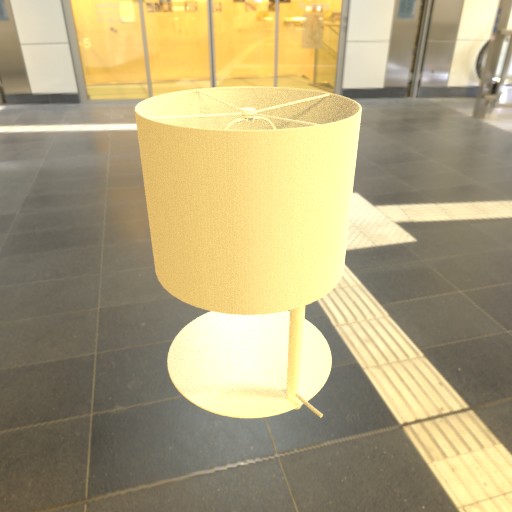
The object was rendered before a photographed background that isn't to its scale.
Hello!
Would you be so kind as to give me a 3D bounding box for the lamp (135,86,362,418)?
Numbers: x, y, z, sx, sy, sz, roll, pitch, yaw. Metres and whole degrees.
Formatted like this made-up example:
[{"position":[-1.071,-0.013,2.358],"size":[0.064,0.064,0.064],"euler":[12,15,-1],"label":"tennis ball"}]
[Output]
[{"position":[0.000,0.000,0.695],"size":[0.299,0.454,0.341],"euler":[-19,34,-30],"label":"lamp"}]
